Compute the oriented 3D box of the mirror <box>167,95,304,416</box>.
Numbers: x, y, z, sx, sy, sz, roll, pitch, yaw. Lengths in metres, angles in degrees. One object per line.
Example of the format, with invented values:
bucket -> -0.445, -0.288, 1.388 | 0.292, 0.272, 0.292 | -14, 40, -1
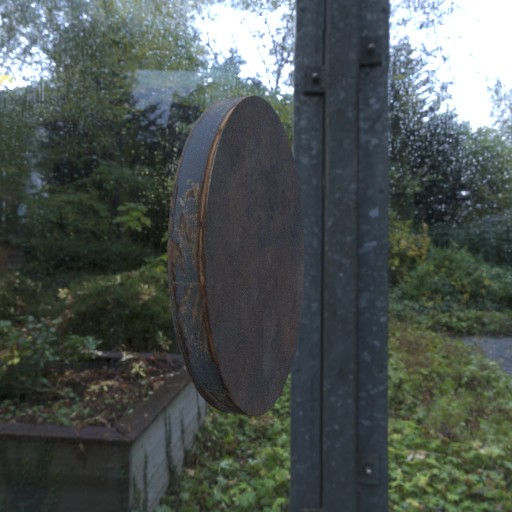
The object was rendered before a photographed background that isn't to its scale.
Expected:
mirror -> 0.000, 0.000, 0.864 | 0.061, 0.585, 0.585 | 0, -1, 19
